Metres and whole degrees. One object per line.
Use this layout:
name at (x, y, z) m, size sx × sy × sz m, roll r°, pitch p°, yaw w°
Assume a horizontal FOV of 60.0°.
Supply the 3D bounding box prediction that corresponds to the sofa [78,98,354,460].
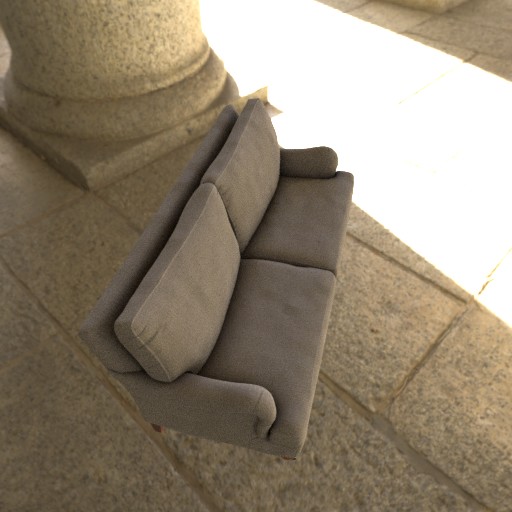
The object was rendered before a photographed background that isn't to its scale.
sofa at (0.000, 0.000, 2.855) m, size 1.069 × 1.096 × 2.193 m, roll 11°, pitch 48°, yaw 10°
